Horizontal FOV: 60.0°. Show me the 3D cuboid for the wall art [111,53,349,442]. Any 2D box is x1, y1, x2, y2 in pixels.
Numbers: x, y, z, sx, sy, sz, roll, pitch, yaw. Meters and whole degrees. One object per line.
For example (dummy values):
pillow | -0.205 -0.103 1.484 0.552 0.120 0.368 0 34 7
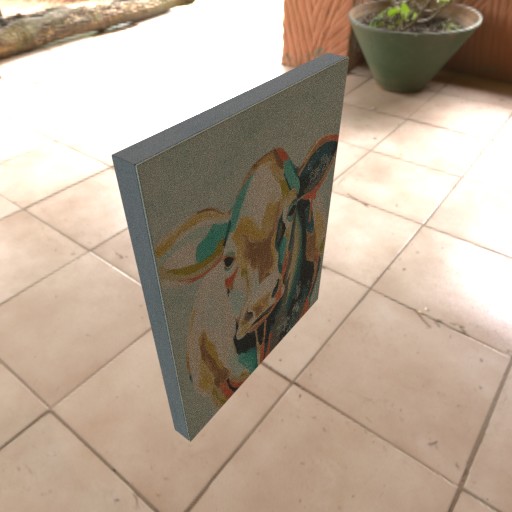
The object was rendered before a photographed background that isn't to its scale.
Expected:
wall art | 0.000 0.000 0.700 0.037 0.509 0.409 26 47 27
